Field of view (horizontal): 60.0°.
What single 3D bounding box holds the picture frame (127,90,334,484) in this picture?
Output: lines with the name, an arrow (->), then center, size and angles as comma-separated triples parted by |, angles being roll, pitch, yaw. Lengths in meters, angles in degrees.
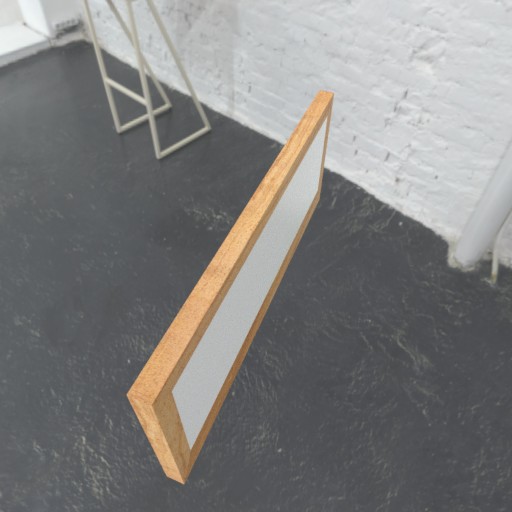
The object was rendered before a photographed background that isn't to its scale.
picture frame -> 0.000, 0.000, 0.652 | 0.045, 0.234, 0.582 | 17, 50, 15
